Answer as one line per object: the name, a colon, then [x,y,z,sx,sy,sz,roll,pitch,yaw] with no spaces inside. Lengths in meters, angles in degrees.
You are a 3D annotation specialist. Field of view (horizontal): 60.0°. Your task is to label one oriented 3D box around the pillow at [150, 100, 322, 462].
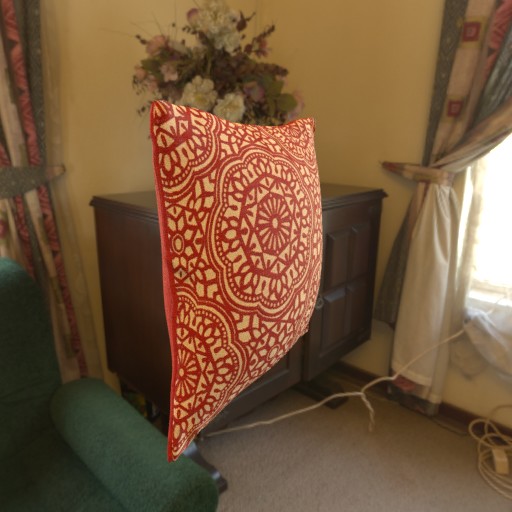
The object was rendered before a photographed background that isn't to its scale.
pillow: [0.000,0.000,0.671,0.162,0.419,0.438,8,17,27]
